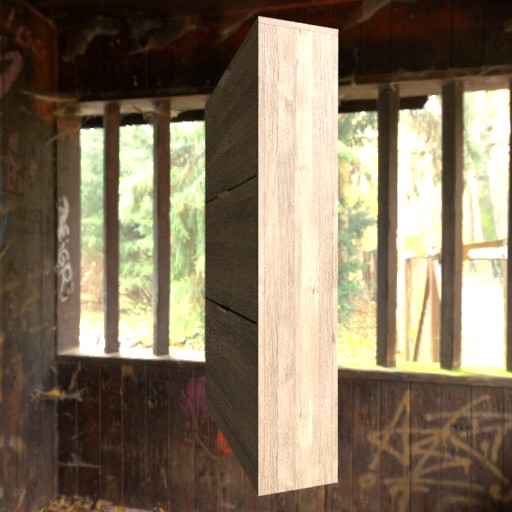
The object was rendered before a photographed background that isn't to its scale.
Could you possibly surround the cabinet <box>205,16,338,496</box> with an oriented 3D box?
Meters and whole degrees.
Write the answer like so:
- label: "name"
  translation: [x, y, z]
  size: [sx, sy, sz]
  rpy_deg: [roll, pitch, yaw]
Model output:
- label: "cabinet"
  translation: [0.000, 0.000, 1.573]
  size: [0.250, 1.280, 0.750]
  rpy_deg: [0, 0, -17]
